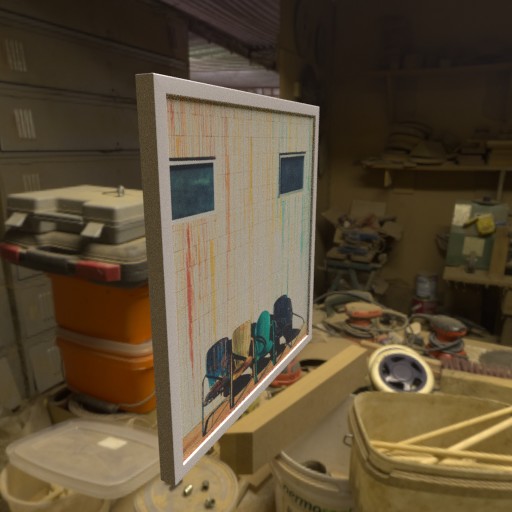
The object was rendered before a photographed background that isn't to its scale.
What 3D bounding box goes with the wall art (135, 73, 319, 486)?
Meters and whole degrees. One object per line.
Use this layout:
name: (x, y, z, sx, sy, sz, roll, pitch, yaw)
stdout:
wall art: (0.000, 0.000, 1.114, 0.036, 0.760, 0.760, 7, 16, 27)
